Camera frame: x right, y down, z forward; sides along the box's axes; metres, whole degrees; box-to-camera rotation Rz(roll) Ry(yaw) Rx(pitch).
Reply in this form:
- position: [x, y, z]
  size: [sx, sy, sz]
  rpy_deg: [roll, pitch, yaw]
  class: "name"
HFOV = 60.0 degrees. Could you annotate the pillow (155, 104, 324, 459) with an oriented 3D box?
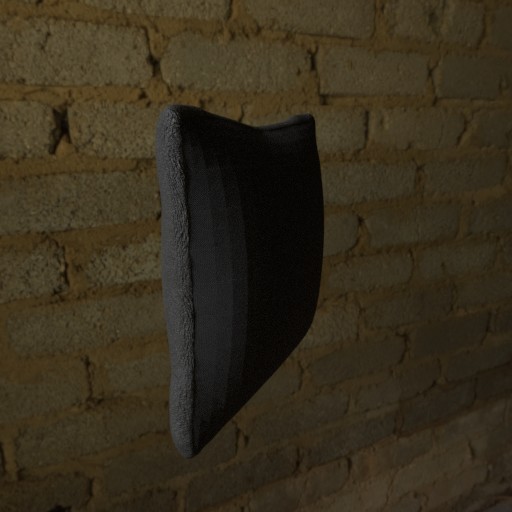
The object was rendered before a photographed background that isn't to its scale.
- position: [0.000, 0.000, 0.825]
  size: [0.210, 0.523, 0.533]
  rpy_deg: [7, 17, 25]
  class: "pillow"
